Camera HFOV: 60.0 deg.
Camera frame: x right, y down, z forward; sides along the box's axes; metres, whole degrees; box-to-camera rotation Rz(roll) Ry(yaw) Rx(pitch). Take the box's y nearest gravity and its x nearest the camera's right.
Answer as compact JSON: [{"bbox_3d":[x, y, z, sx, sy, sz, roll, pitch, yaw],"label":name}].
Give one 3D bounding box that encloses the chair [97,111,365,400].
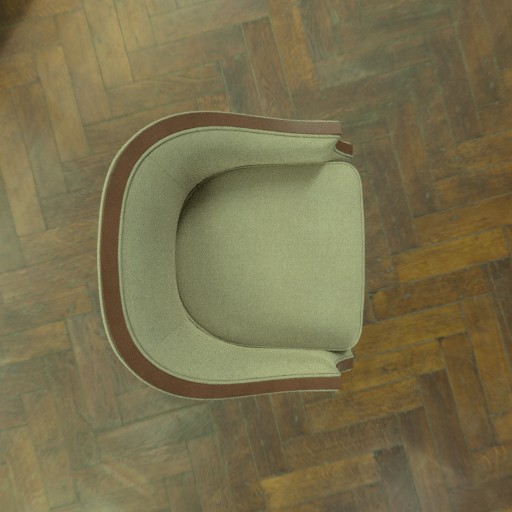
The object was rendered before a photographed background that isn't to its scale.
[{"bbox_3d":[0.000,0.000,1.446,0.735,0.876,0.803,0,89,0],"label":"chair"}]
